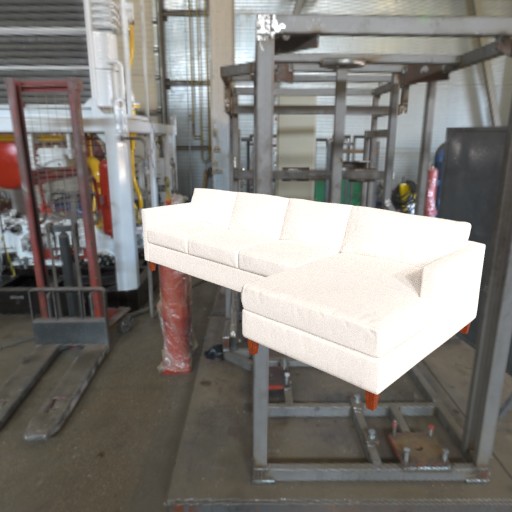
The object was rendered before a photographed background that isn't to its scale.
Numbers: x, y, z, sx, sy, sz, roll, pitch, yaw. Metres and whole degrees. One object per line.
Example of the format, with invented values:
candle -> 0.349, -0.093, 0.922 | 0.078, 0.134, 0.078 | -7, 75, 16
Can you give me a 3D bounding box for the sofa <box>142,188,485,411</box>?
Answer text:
sofa -> 0.000, 0.000, 4.115 | 3.471, 0.954, 1.606 | 14, 21, 42
